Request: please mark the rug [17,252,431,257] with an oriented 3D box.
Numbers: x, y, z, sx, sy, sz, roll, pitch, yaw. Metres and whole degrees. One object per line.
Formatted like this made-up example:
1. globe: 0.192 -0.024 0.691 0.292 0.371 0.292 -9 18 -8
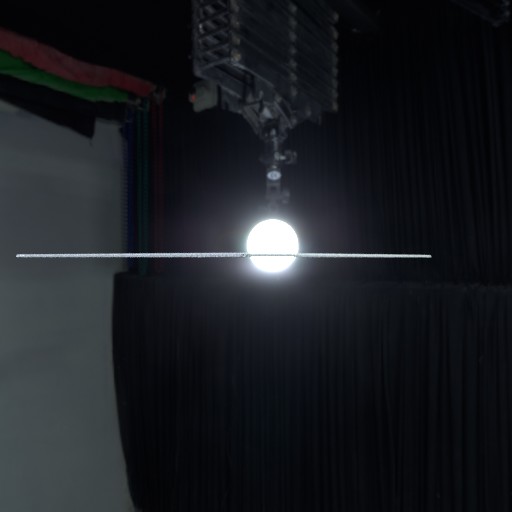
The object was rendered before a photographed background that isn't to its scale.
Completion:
1. rug: 0.000 0.000 2.200 1.217 0.011 1.747 0 0 36
